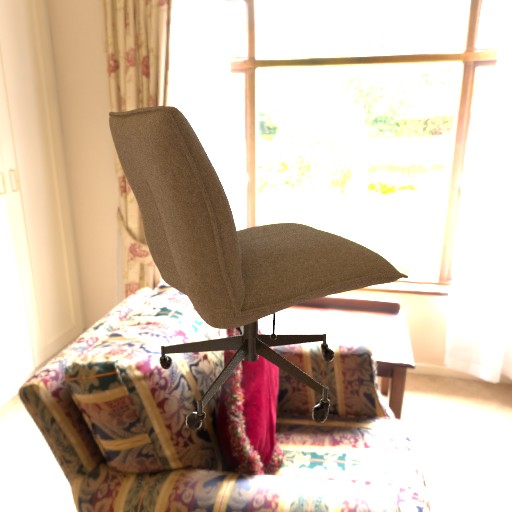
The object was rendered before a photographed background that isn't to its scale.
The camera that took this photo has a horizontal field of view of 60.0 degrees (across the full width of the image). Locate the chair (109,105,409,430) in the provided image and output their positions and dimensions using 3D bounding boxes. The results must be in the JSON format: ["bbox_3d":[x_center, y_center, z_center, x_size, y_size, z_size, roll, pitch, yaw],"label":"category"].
[{"bbox_3d":[0.000,0.000,1.297,0.696,0.811,0.597,-8,18,-26],"label":"chair"}]
